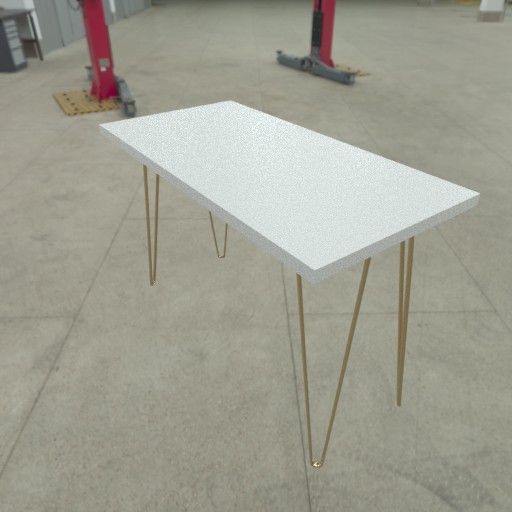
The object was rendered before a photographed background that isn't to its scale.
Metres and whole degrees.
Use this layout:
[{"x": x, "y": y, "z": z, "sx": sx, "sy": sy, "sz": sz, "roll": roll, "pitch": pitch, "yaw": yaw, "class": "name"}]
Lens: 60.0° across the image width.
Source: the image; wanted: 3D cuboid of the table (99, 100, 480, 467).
[{"x": 0.000, "y": 0.000, "z": 1.367, "sx": 0.498, "sy": 0.660, "sz": 0.991, "roll": -22, "pitch": 39, "yaw": -30, "class": "table"}]
